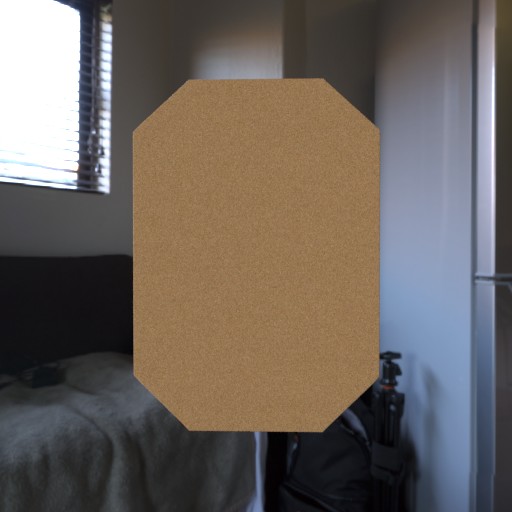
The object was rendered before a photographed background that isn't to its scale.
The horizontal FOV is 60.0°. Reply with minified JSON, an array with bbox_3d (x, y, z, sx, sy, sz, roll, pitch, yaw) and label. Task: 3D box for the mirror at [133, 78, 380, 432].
[{"bbox_3d":[0.000,0.000,1.306,0.709,1.015,0.061,0,1,1],"label":"mirror"}]
